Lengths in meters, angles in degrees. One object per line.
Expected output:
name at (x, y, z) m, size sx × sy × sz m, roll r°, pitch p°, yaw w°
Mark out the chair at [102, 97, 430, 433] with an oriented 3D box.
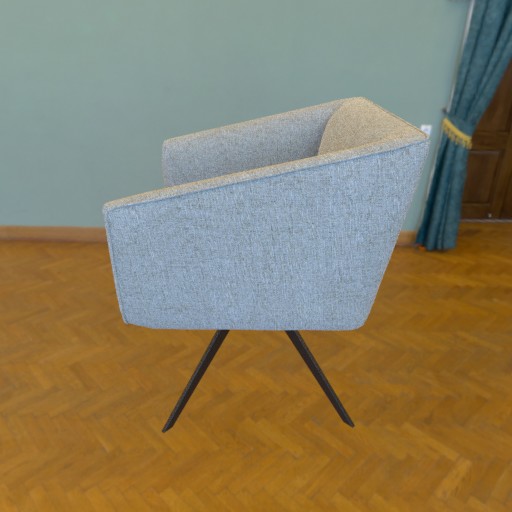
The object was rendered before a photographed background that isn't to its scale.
chair at (0.000, 0.000, 1.207) m, size 0.623 × 0.760 × 0.628 m, roll 0°, pitch 26°, yaw 0°
